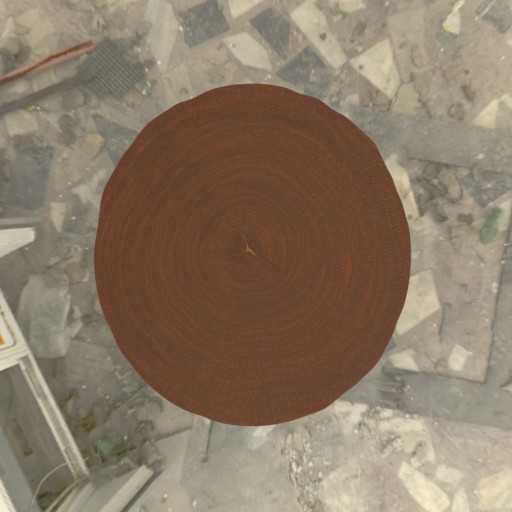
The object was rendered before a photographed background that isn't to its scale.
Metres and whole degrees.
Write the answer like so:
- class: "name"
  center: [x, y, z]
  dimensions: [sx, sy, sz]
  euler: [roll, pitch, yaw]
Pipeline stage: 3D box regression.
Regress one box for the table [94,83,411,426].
- class: "table"
  center: [0.000, 0.000, 0.754]
  dimensions: [0.380, 0.450, 0.410]
  euler: [0, 89, 2]
